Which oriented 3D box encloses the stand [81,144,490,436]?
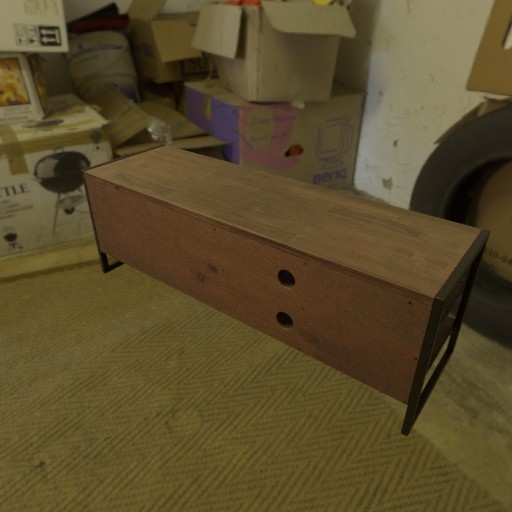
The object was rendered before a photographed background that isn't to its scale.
[{"bbox_3d":[0.000,0.000,1.730,1.480,0.506,0.454,21,37,31],"label":"stand"}]
